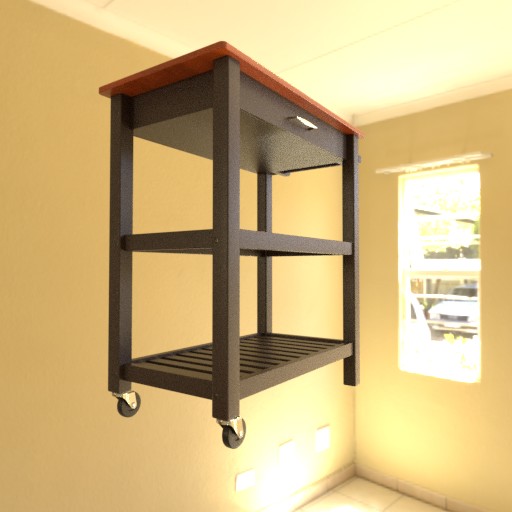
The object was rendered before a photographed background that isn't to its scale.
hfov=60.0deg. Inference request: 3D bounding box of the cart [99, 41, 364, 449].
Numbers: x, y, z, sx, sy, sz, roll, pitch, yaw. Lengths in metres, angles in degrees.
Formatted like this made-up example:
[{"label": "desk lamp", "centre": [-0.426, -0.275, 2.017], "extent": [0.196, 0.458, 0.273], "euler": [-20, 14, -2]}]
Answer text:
[{"label": "cart", "centre": [0.000, 0.000, 1.462], "extent": [0.457, 0.927, 0.899], "euler": [-1, -2, 35]}]
